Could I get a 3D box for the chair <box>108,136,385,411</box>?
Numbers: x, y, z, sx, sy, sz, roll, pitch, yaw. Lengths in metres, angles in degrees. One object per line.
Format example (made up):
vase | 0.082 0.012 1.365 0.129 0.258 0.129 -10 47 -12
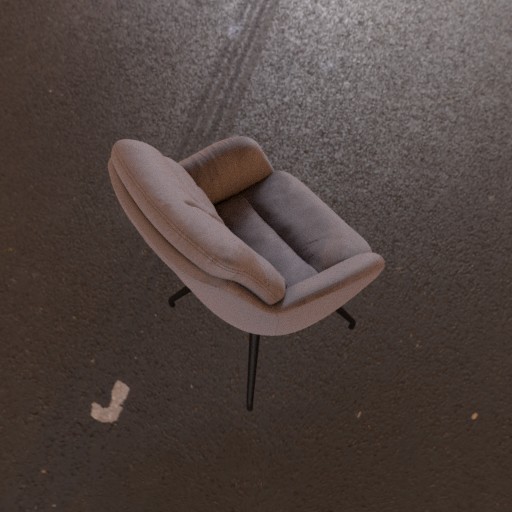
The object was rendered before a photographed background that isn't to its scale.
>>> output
chair | 0.000 0.000 1.264 0.569 0.888 0.579 -34 64 -19
